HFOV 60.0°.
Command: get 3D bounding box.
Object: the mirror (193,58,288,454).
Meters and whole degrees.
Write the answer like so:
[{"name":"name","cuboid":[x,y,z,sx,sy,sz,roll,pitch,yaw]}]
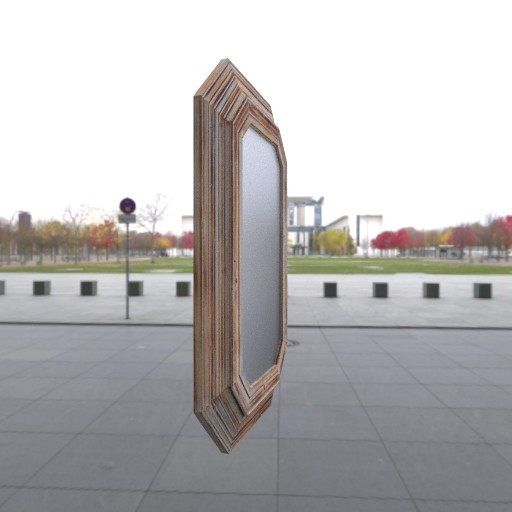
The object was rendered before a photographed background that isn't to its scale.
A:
[{"name":"mirror","cuboid":[0.000,0.000,1.315,0.061,1.015,0.709,0,0,18]}]
